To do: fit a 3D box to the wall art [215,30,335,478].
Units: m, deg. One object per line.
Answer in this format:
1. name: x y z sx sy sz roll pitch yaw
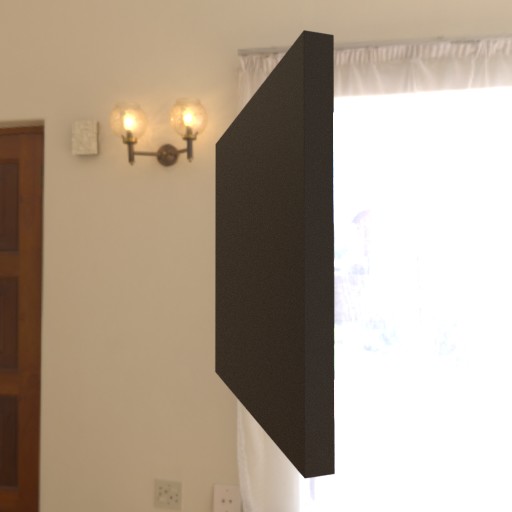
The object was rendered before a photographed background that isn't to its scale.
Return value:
1. wall art: 0.000 0.000 0.749 0.038 0.507 0.507 0 -1 -17
